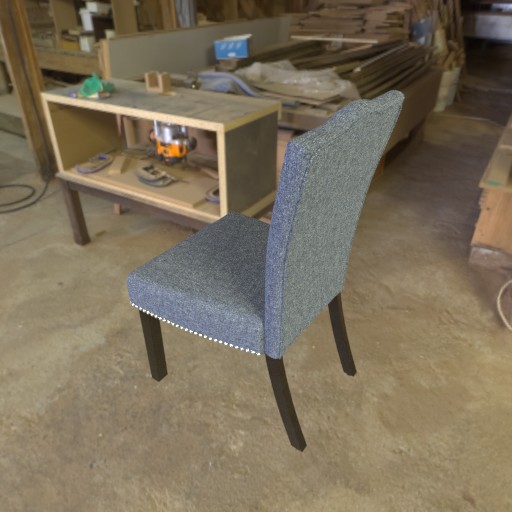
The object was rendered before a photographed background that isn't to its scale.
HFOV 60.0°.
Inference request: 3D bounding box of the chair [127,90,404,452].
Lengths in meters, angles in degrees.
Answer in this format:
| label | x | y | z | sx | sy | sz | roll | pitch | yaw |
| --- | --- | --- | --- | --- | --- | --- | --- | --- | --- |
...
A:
| label | x | y | z | sx | sy | sz | roll | pitch | yaw |
| --- | --- | --- | --- | --- | --- | --- | --- | --- | --- |
| chair | 0.000 | 0.000 | 1.292 | 0.589 | 0.946 | 0.518 | 21 | 38 | 29 |
